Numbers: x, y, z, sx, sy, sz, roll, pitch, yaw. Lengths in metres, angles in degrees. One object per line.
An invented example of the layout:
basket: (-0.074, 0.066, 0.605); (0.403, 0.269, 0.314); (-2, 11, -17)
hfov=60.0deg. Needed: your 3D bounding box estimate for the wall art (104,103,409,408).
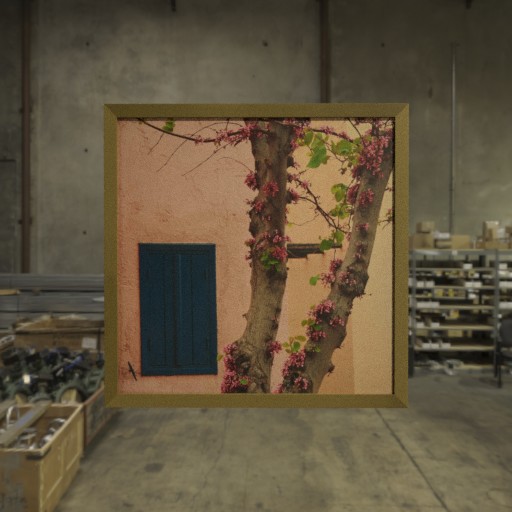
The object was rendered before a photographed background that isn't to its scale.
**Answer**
wall art: (0.000, 0.000, 1.129); (0.762, 0.762, 0.038); (0, 1, 0)
